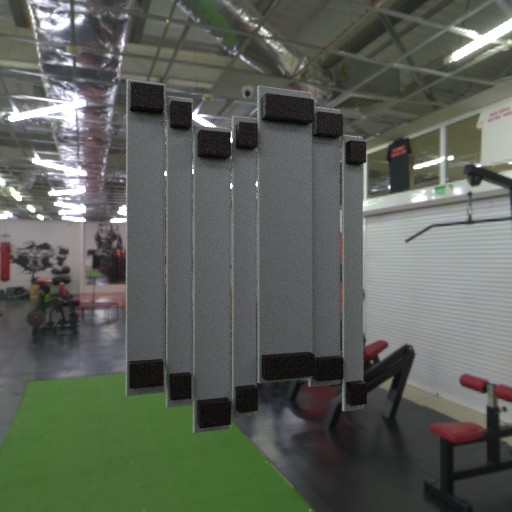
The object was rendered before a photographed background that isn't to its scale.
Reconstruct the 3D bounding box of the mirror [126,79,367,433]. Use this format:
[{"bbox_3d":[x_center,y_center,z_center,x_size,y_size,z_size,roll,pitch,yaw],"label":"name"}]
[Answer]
[{"bbox_3d":[0.000,0.000,0.794,0.445,0.611,0.058,0,-1,-19],"label":"mirror"}]
